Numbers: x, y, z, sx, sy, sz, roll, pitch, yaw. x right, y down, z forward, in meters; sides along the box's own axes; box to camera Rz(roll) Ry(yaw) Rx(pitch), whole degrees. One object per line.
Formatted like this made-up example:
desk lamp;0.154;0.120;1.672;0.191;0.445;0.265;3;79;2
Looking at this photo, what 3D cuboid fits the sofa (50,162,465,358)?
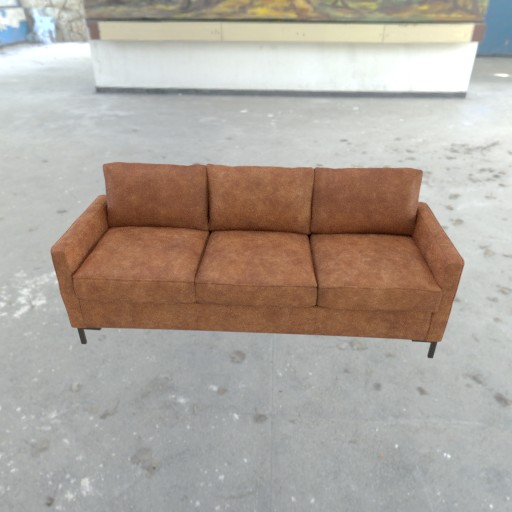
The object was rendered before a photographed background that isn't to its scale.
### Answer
sofa;0.000;0.000;2.485;2.029;0.863;0.748;2;31;3
